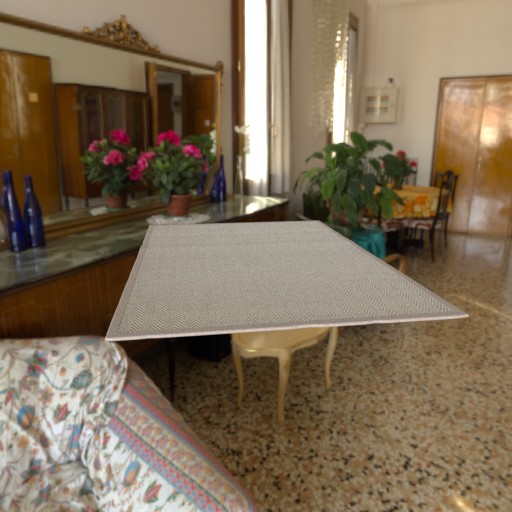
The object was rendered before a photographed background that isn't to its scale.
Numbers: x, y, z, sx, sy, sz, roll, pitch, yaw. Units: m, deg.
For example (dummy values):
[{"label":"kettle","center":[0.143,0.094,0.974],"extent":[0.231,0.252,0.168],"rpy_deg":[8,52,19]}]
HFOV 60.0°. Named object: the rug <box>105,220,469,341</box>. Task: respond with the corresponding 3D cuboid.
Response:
[{"label":"rug","center":[0.000,0.000,2.916],"extent":[1.540,0.021,2.290],"rpy_deg":[-2,15,-8]}]
